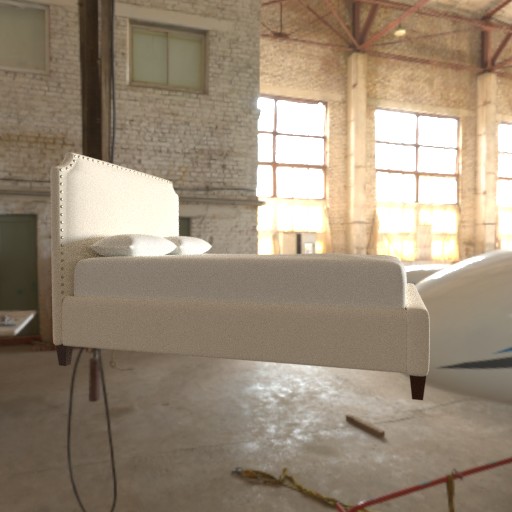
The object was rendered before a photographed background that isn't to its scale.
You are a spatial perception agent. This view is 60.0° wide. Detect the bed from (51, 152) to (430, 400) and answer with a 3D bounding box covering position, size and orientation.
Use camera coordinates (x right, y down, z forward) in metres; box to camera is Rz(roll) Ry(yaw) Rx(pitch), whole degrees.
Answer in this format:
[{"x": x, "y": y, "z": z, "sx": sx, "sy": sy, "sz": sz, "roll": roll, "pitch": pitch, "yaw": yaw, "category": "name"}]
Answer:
[{"x": 0.000, "y": 0.000, "z": 3.383, "sx": 2.365, "sy": 1.443, "sz": 1.712, "roll": 0, "pitch": 1, "yaw": 17, "category": "bed"}]
